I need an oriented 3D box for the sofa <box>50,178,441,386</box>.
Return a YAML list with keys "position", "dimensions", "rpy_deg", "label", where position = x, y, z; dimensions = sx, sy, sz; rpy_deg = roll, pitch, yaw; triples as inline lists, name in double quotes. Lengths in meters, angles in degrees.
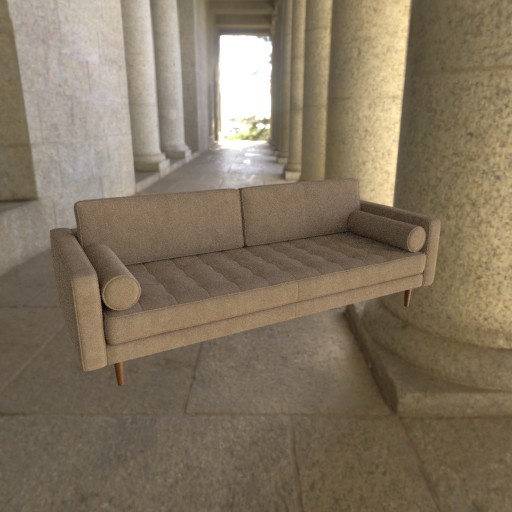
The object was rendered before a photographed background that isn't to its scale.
- position: [0.000, 0.000, 2.686]
  dimensions: [2.200, 0.770, 0.919]
  rpy_deg: [-9, 20, -27]
  label: "sofa"
